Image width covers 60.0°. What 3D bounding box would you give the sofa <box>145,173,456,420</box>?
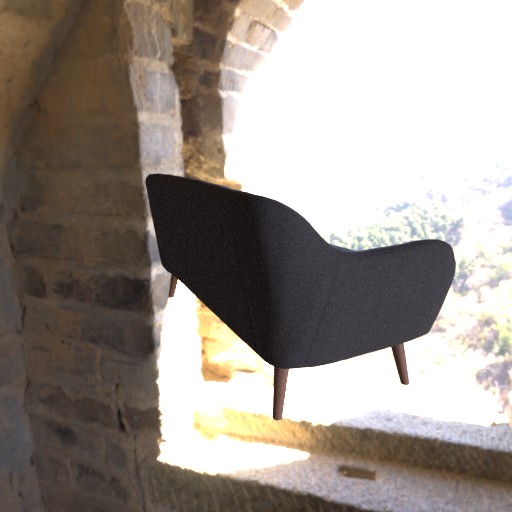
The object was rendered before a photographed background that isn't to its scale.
[{"bbox_3d":[0.000,0.000,2.274,0.820,0.820,1.840,-6,15,-24],"label":"sofa"}]
